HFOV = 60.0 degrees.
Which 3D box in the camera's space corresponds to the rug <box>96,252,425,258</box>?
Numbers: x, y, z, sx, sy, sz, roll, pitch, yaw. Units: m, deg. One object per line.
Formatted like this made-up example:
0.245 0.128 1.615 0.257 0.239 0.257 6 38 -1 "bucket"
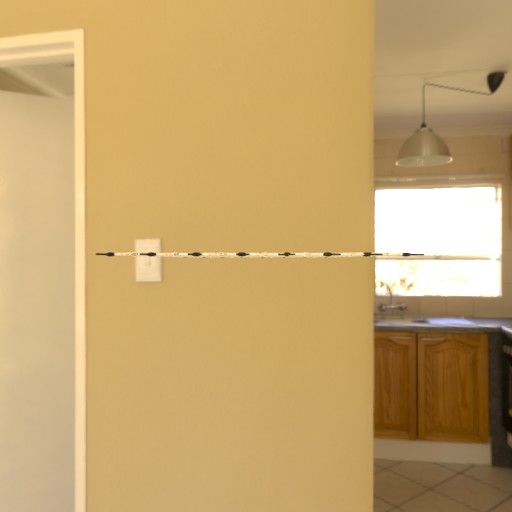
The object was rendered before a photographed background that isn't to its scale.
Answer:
0.000 0.000 3.366 1.524 0.021 2.755 0 0 0 "rug"
